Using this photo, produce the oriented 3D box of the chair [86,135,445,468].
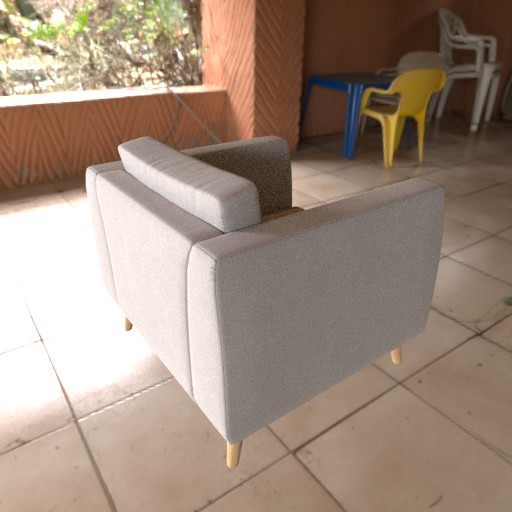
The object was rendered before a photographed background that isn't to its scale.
[{"bbox_3d":[0.000,0.000,1.707,0.930,0.860,1.000,-19,33,-31],"label":"chair"}]
